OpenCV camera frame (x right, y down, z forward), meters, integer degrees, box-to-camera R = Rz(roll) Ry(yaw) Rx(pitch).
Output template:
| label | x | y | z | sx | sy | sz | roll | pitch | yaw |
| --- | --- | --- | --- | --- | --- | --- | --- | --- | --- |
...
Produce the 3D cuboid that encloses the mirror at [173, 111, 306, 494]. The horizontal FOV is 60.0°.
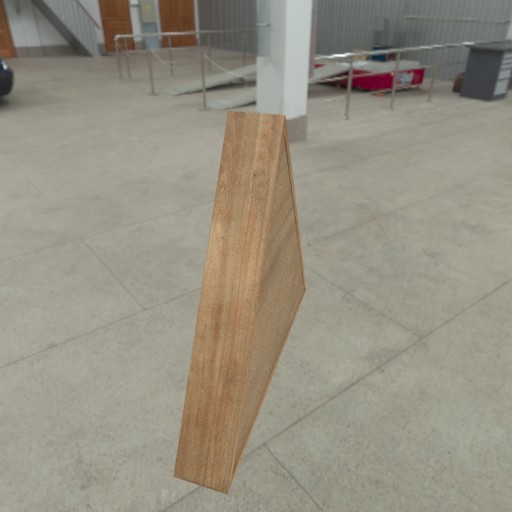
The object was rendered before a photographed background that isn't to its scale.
| label | x | y | z | sx | sy | sz | roll | pitch | yaw |
| --- | --- | --- | --- | --- | --- | --- | --- | --- | --- |
| mirror | 0.000 | 0.000 | 0.871 | 0.100 | 0.548 | 0.631 | 9 | 31 | 15 |
